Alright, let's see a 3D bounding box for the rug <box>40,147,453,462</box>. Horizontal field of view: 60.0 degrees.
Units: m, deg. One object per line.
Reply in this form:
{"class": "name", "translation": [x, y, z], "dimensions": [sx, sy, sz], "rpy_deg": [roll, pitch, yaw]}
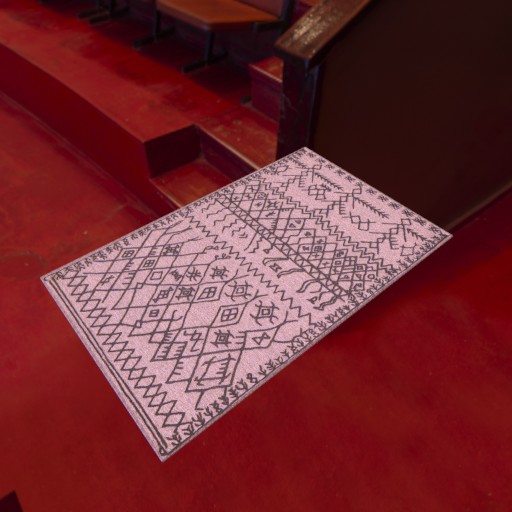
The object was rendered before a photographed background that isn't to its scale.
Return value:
{"class": "rug", "translation": [0.000, 0.000, 3.067], "dimensions": [2.444, 0.012, 1.526], "rpy_deg": [-31, 54, -26]}
